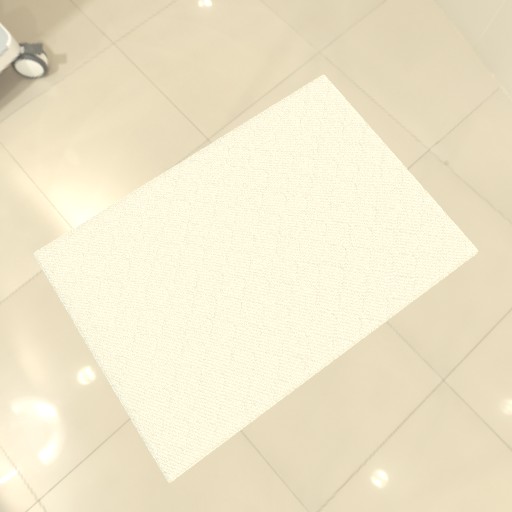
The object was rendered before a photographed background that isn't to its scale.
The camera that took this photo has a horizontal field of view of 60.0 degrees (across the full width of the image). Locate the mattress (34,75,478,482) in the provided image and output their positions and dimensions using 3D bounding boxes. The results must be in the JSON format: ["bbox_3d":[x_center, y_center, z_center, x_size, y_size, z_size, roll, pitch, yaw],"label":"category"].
[{"bbox_3d":[0.000,0.000,2.480,2.000,0.200,1.400,-34,77,-9],"label":"mattress"}]
